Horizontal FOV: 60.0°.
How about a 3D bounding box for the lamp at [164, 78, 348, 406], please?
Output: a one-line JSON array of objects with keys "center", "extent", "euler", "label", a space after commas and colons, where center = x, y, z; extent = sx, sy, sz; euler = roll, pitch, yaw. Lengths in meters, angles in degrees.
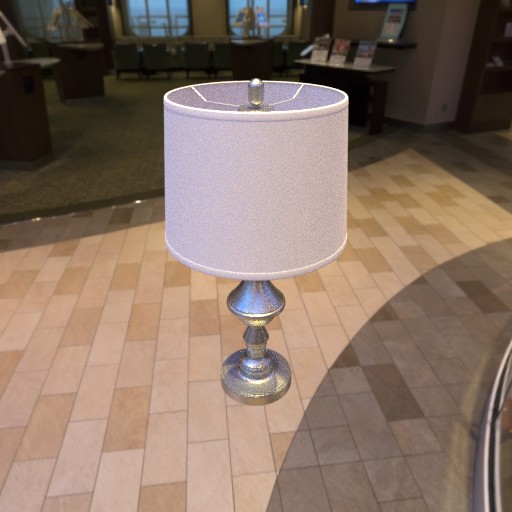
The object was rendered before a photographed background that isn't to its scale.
[{"center": [0.000, 0.000, 0.978], "extent": [0.383, 0.733, 0.383], "euler": [0, 29, 0], "label": "lamp"}]
